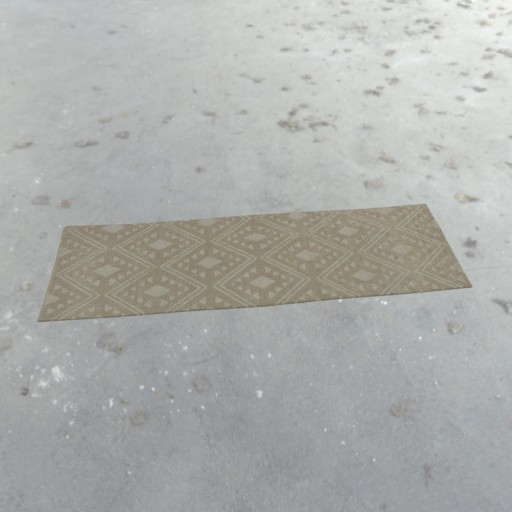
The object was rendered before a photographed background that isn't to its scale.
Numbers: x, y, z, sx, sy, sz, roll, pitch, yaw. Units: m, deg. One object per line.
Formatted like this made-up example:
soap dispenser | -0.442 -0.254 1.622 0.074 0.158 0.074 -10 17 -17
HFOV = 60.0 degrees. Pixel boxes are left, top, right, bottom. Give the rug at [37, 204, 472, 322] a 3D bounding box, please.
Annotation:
rug | 0.000 0.000 2.734 2.452 0.051 0.752 -4 47 -4
